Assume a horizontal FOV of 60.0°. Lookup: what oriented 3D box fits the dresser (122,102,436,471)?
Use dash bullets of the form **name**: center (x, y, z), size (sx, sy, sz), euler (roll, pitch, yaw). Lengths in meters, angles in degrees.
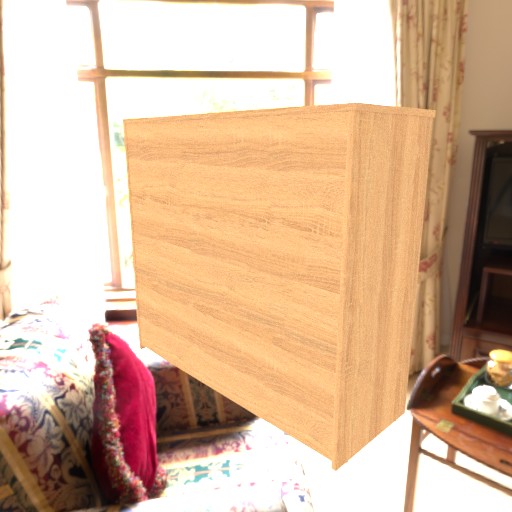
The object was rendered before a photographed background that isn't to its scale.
- **dresser**: center (0.000, 0.000, 1.487), size (0.380, 0.900, 0.980), euler (-14, 20, -43)
